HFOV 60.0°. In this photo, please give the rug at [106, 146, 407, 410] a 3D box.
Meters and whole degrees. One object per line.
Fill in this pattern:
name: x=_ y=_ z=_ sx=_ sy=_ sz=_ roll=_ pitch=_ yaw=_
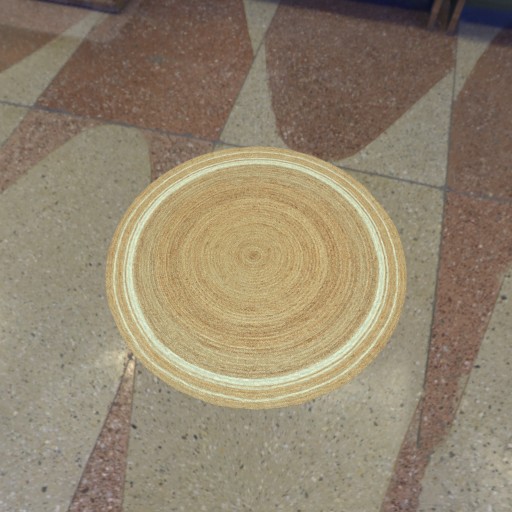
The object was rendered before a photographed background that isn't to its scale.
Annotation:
rug: x=0.000 y=0.000 z=3.656 sx=2.444 sy=0.015 sz=2.444 roll=0 pitch=59 yaw=0
